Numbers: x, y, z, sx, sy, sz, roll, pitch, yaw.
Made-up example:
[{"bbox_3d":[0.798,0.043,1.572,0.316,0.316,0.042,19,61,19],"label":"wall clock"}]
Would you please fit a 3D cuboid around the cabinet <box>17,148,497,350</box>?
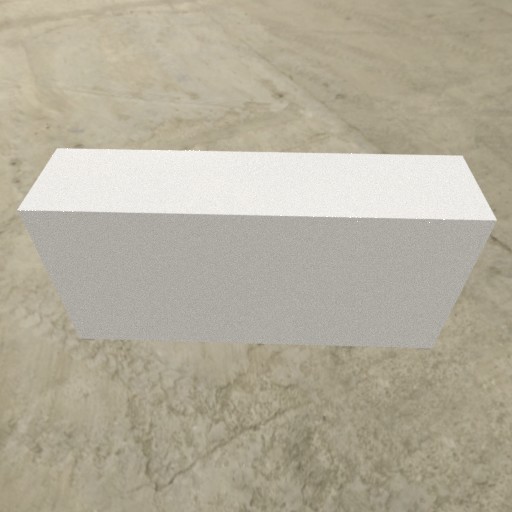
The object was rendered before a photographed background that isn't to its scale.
[{"bbox_3d":[0.000,0.000,1.946,1.650,0.800,0.400,1,45,1],"label":"cabinet"}]
